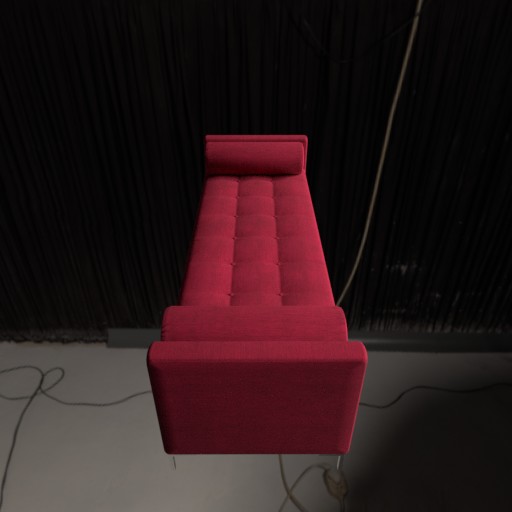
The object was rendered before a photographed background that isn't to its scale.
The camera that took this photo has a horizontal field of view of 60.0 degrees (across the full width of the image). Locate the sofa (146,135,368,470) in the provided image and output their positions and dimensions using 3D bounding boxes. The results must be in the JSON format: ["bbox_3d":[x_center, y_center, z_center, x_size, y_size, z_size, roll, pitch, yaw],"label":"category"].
[{"bbox_3d":[0.000,0.000,2.324,0.686,0.635,1.981,0,35,0],"label":"sofa"}]
